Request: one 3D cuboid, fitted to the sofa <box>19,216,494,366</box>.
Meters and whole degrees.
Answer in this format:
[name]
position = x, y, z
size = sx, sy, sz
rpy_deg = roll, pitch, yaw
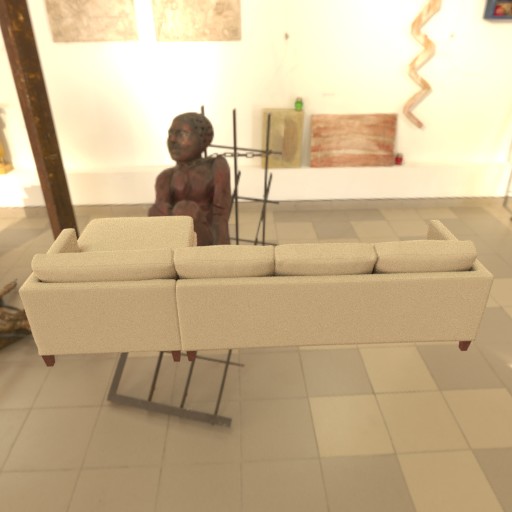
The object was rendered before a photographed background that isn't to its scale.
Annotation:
[sofa]
position = 0.000, 0.000, 3.753
size = 3.186, 0.861, 1.625
rpy_deg = -2, 30, -3
